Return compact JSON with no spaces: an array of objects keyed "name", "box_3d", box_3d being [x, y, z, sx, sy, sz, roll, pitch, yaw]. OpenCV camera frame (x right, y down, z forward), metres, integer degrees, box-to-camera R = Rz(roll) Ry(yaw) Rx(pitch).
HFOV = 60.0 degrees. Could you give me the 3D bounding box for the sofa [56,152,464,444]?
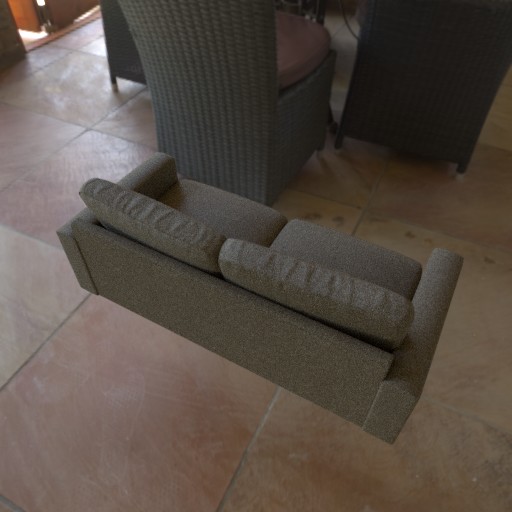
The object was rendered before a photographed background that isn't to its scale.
[{"name":"sofa","box_3d":[0.000,0.000,2.662,2.179,0.873,1.016,22,50,20]}]
